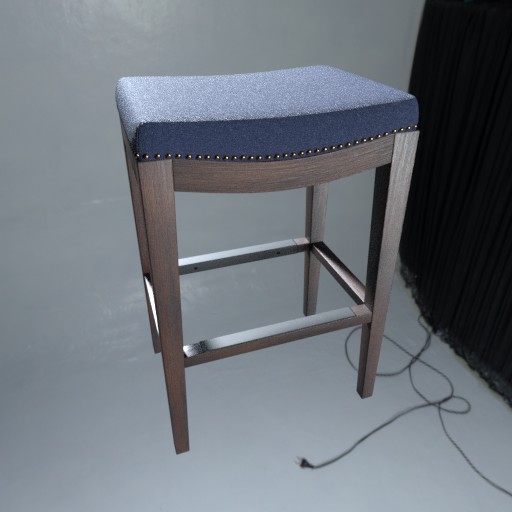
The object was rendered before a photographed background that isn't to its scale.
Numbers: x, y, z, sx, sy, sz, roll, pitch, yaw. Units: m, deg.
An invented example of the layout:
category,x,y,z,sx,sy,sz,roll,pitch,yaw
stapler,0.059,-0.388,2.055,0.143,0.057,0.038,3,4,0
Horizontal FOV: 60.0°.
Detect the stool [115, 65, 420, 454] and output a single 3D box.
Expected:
category,x,y,z,sx,sy,sz,roll,pitch,yaw
stool,0.000,0.000,1.000,0.498,0.740,0.358,-10,34,-16
